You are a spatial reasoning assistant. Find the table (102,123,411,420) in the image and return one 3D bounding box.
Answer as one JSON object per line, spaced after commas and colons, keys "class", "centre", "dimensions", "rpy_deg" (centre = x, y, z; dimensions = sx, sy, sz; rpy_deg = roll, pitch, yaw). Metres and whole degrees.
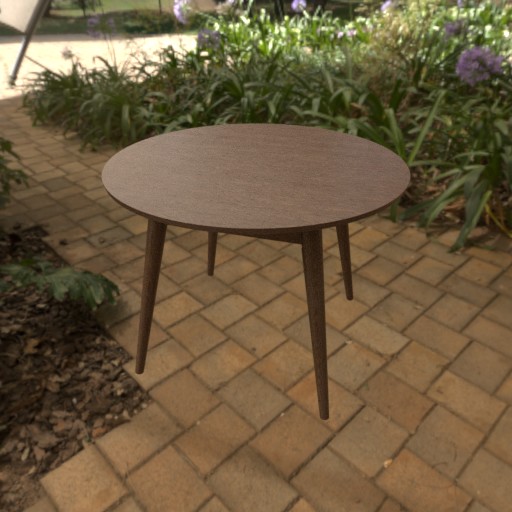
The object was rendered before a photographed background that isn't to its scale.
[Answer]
{"class": "table", "centre": [0.000, 0.000, 1.778], "dimensions": [1.053, 0.786, 1.053], "rpy_deg": [0, 31, 0]}
